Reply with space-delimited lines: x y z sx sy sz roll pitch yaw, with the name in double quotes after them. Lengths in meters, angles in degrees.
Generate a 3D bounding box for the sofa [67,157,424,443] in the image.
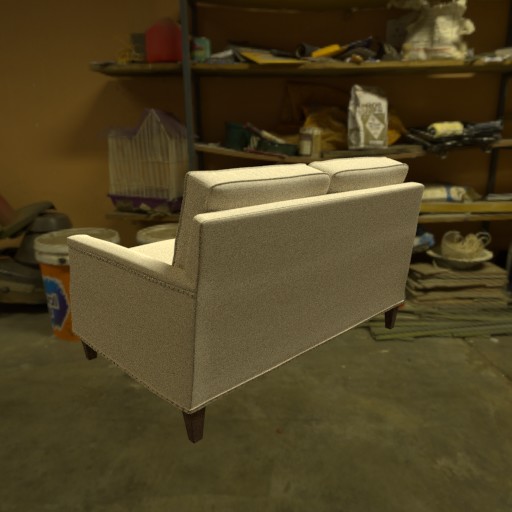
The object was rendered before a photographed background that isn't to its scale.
0.000 0.000 2.318 1.597 1.003 1.084 -14 21 -42 "sofa"
